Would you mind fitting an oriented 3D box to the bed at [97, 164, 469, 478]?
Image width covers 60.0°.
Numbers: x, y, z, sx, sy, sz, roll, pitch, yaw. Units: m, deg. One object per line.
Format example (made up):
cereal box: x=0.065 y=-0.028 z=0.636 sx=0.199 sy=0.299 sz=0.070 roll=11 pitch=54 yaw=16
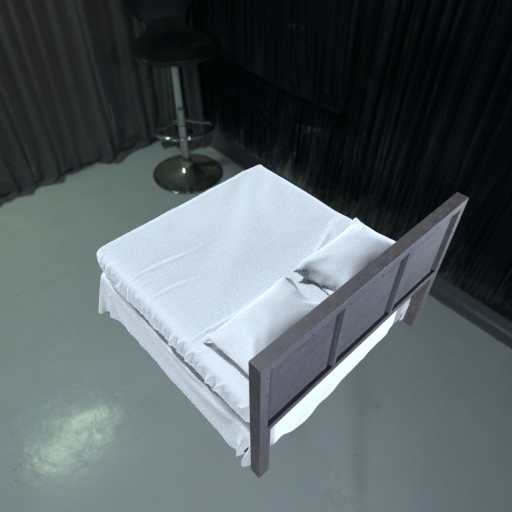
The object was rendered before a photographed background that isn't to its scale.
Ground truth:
bed: x=0.000 y=0.000 z=2.951 sx=1.772 sy=1.142 sz=1.785 roll=-33 pitch=54 yaw=-29
